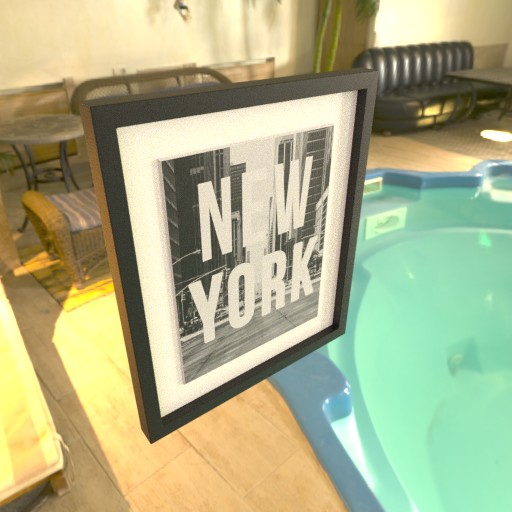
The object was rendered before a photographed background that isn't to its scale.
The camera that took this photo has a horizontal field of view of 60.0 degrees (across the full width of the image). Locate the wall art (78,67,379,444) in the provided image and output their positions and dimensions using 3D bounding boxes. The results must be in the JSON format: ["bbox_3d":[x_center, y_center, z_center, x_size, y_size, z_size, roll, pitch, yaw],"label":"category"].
[{"bbox_3d":[0.000,0.000,0.517,0.328,0.381,0.028,-21,36,-32],"label":"wall art"}]
